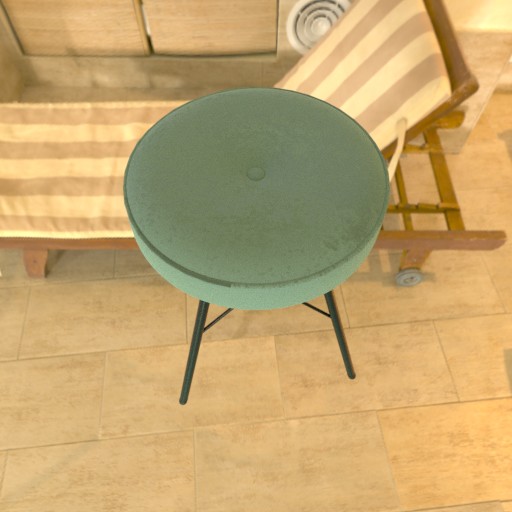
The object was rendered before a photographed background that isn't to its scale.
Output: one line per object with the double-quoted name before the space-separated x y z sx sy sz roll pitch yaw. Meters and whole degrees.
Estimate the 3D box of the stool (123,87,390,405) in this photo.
"stool" 0.000 0.000 0.885 0.458 0.519 0.457 0 58 0
